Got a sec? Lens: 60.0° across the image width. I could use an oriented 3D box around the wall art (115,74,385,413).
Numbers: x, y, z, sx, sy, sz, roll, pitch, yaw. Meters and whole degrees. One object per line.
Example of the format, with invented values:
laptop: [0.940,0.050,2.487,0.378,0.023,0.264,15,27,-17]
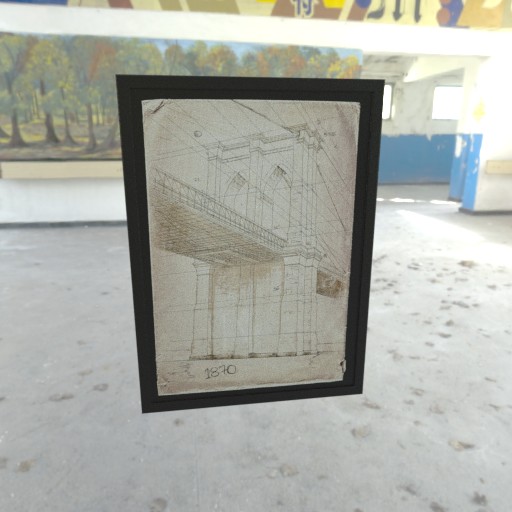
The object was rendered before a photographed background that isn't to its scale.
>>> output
wall art: [0.000,0.000,1.284,0.707,0.967,0.013,-2,16,-8]
